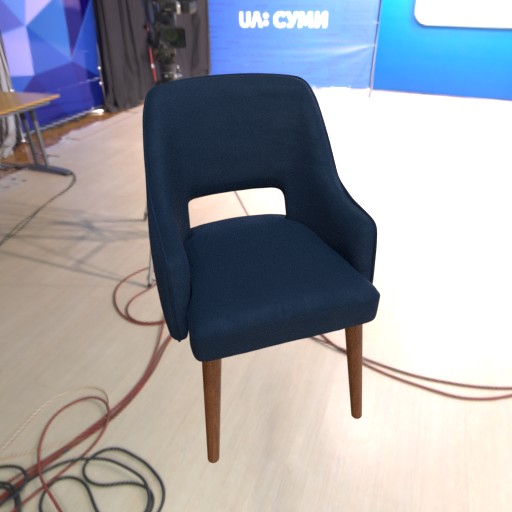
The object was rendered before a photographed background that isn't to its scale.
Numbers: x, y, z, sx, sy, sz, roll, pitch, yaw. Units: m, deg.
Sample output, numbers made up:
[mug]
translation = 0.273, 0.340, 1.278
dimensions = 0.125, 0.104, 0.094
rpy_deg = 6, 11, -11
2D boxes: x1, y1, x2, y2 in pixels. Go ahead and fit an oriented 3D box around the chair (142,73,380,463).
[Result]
[chair]
translation = 0.000, 0.000, 1.220
dimensions = 0.559, 0.844, 0.591
rpy_deg = -10, 35, -15
